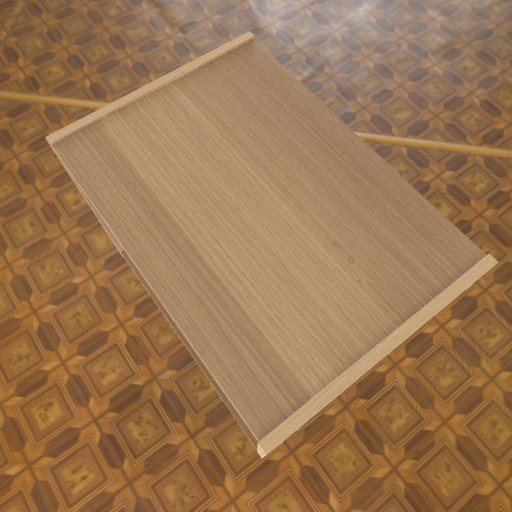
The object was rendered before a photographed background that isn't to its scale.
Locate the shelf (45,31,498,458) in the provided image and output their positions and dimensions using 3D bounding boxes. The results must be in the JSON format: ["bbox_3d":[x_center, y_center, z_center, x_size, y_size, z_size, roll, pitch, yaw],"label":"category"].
[{"bbox_3d":[0.000,0.000,0.610,0.290,0.305,0.415,-34,70,-15],"label":"shelf"}]
